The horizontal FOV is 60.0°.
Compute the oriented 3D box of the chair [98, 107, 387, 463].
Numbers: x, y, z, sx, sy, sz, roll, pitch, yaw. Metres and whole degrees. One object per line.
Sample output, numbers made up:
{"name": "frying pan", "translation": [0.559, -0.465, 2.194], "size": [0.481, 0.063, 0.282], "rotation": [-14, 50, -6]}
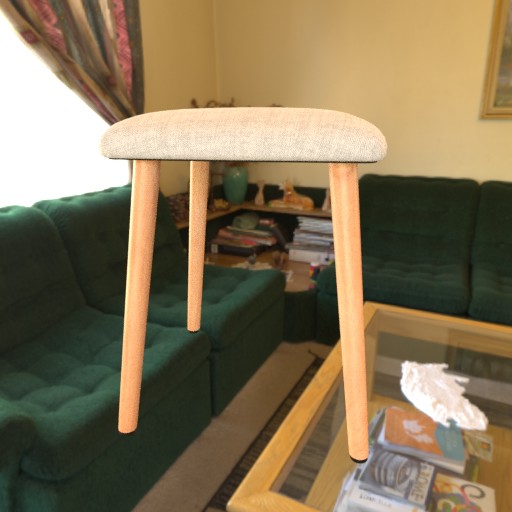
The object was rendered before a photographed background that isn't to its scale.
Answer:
{"name": "chair", "translation": [0.000, 0.000, 0.694], "size": [0.350, 0.440, 0.350], "rotation": [3, 17, 9]}
